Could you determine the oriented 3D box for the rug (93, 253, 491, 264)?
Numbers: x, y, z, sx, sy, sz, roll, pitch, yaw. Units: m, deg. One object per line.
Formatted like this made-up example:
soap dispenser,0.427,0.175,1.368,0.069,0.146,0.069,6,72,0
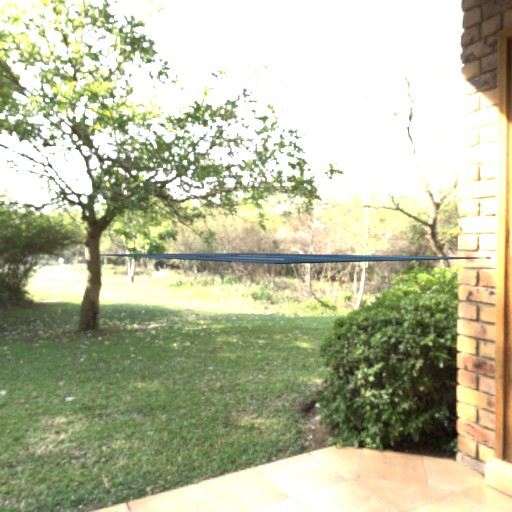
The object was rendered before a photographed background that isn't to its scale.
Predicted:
rug,0.000,0.000,3.023,1.528,0.005,2.420,-1,1,-35
